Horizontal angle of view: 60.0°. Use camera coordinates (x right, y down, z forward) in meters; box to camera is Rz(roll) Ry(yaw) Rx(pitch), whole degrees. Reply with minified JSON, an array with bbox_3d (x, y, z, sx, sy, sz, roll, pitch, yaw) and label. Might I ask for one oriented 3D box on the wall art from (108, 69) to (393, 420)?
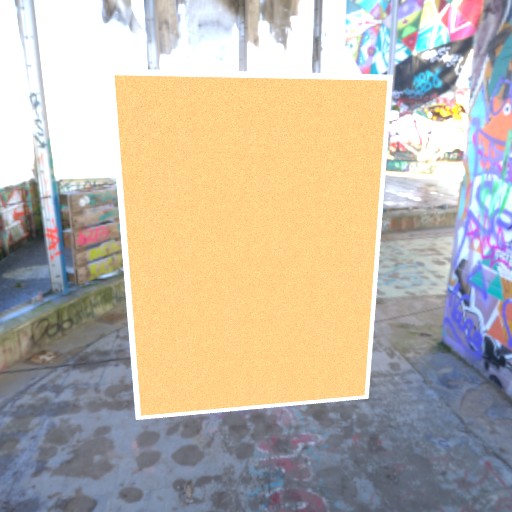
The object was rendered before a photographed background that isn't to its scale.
[{"bbox_3d":[0.000,0.000,1.585,0.914,1.221,0.046,-2,15,-9],"label":"wall art"}]
